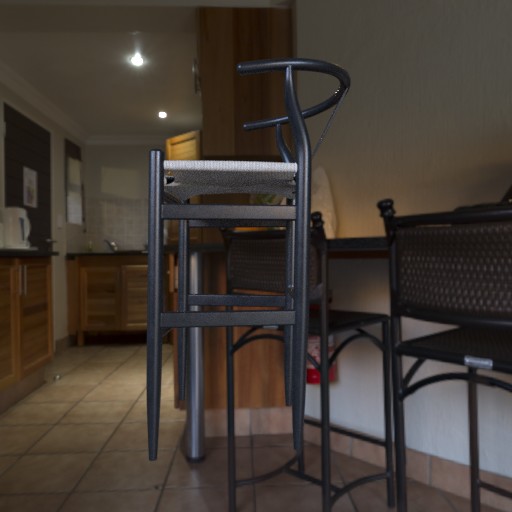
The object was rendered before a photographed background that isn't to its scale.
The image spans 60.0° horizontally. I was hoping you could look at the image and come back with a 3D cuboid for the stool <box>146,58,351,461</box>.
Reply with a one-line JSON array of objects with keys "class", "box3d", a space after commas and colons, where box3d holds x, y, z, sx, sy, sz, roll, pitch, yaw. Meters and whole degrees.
[{"class": "stool", "box3d": [0.000, 0.000, 1.400, 0.579, 1.072, 0.569, 0, 1, 0]}]
